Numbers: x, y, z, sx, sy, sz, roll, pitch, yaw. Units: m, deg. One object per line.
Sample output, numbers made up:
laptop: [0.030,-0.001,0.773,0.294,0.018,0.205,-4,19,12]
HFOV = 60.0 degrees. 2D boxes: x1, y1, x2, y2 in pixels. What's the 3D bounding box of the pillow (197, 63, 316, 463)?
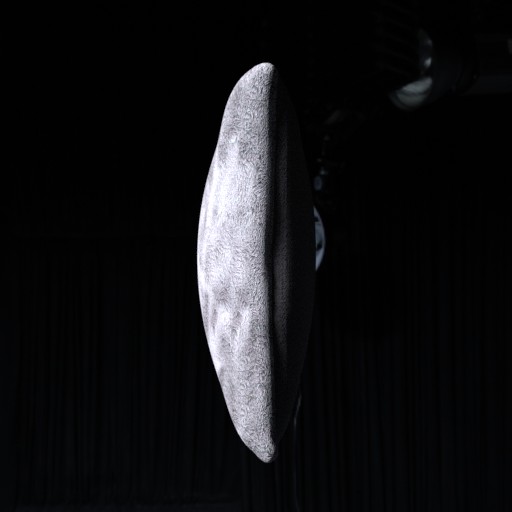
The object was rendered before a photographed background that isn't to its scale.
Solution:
pillow: [0.000,0.000,0.805,0.204,0.520,0.522,0,1,-1]
